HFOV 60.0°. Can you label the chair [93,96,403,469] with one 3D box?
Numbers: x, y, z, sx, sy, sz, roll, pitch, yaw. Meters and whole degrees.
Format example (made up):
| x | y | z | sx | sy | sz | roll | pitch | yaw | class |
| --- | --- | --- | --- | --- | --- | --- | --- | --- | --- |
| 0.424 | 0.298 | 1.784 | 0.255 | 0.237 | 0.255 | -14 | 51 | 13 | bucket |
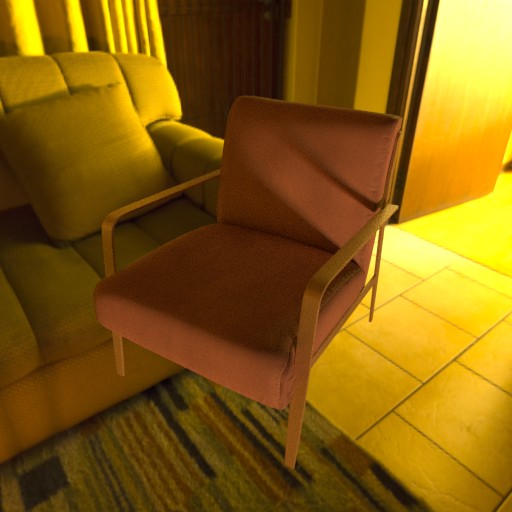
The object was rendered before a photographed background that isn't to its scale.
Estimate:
| x | y | z | sx | sy | sz | roll | pitch | yaw | class |
| --- | --- | --- | --- | --- | --- | --- | --- | --- | --- |
| 0.000 | 0.000 | 1.449 | 0.701 | 0.823 | 0.848 | 18 | 36 | 26 | chair |
